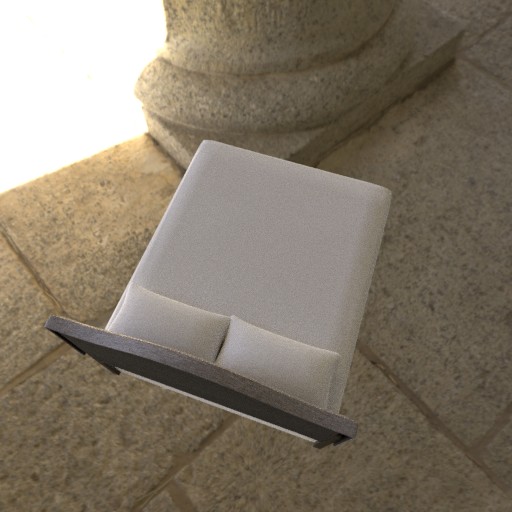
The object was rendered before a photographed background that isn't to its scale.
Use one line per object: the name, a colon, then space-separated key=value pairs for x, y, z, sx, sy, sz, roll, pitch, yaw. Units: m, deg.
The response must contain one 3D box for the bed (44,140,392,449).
bed: x=0.000 y=0.000 z=2.883 sx=1.610 sy=1.295 sz=1.870 roll=17 pitch=64 yaw=8
